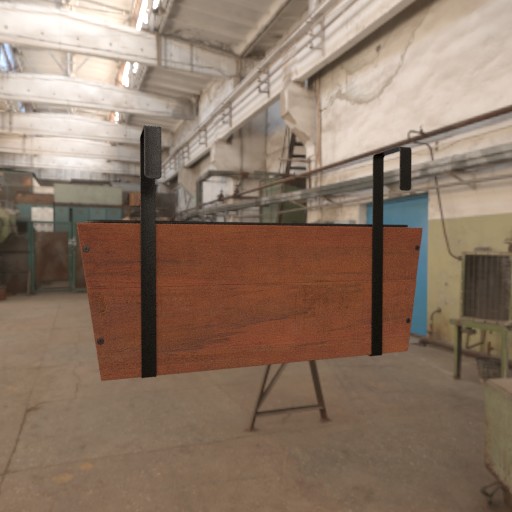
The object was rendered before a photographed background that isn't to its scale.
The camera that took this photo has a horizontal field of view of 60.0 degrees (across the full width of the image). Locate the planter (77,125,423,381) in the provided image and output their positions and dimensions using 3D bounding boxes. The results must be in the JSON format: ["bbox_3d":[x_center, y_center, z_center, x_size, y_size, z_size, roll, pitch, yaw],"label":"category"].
[{"bbox_3d":[0.000,0.000,0.650,0.480,0.289,0.262,-1,2,-19],"label":"planter"}]
